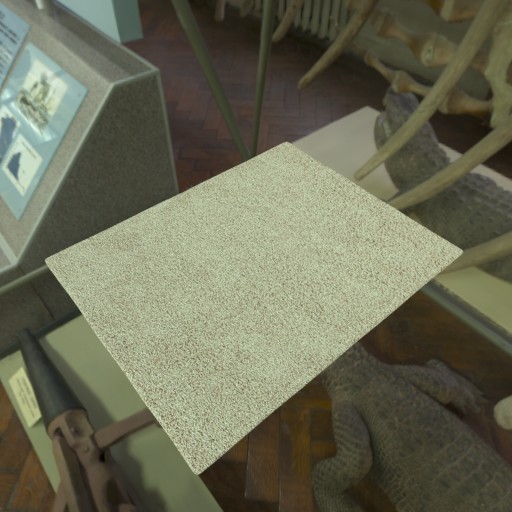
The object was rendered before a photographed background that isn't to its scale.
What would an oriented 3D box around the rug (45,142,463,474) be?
[{"bbox_3d":[0.000,0.000,4.113,3.047,0.029,2.438,-32,54,-26],"label":"rug"}]
